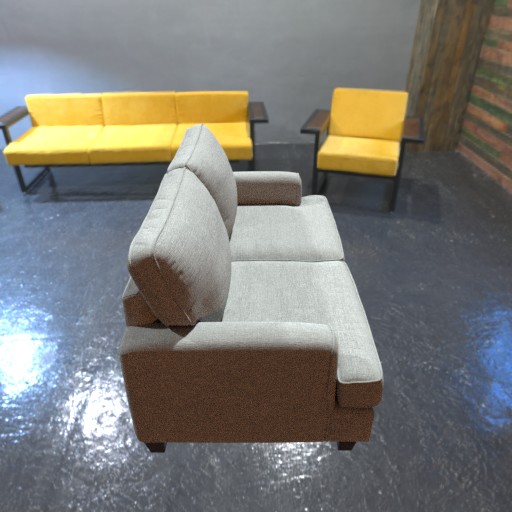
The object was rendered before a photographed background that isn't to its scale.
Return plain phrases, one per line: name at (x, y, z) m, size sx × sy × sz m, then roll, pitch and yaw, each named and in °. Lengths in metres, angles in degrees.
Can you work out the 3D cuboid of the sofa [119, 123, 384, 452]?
sofa at (0.000, 0.000, 2.237) m, size 0.965 × 0.965 × 1.651 m, roll 0°, pitch 31°, yaw 0°
